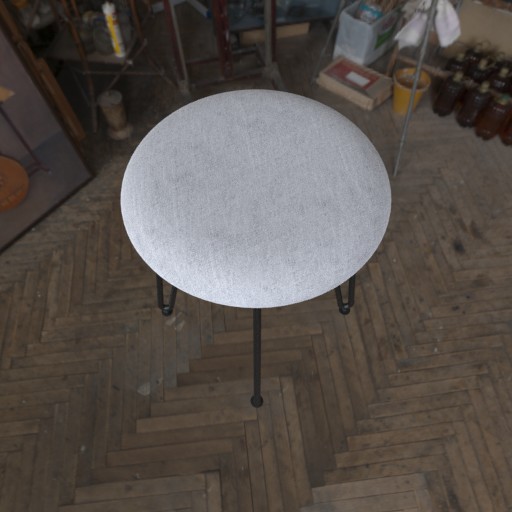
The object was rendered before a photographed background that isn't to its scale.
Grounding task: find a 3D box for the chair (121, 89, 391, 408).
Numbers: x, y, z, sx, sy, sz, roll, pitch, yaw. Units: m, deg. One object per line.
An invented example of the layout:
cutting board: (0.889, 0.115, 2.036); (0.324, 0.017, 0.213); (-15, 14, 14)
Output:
chair: (0.000, 0.000, 0.649); (0.350, 0.386, 0.350); (0, 59, 0)
